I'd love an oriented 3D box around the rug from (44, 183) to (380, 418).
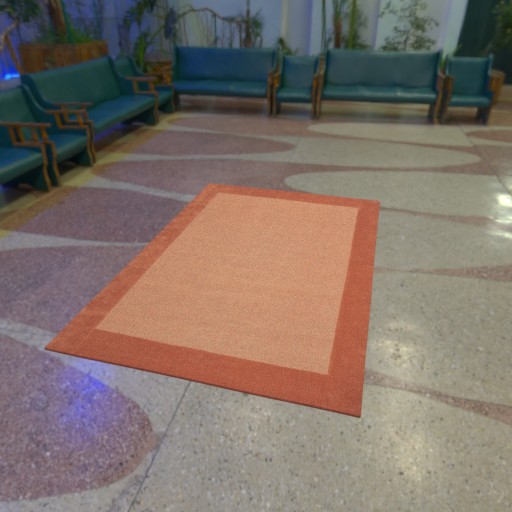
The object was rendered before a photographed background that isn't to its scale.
[{"bbox_3d":[0.000,0.000,2.353,1.219,0.014,1.829,8,31,13],"label":"rug"}]
